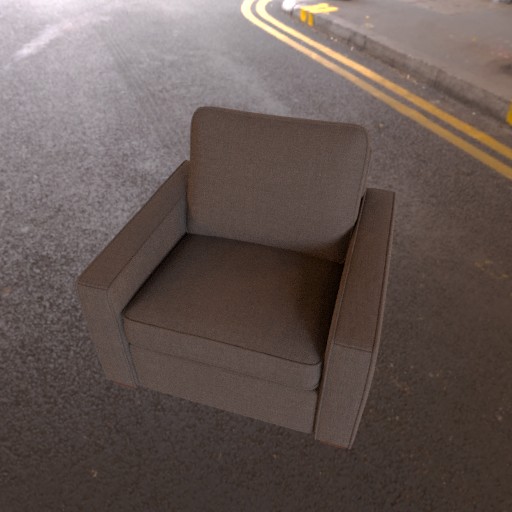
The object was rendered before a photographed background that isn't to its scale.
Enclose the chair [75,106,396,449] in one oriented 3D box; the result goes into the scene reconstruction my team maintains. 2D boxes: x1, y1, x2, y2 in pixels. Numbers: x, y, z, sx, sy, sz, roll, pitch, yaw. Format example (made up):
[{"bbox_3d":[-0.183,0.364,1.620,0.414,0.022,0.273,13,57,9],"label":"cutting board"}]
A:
[{"bbox_3d":[0.000,0.000,1.750,1.017,0.919,0.940,11,41,13],"label":"chair"}]
